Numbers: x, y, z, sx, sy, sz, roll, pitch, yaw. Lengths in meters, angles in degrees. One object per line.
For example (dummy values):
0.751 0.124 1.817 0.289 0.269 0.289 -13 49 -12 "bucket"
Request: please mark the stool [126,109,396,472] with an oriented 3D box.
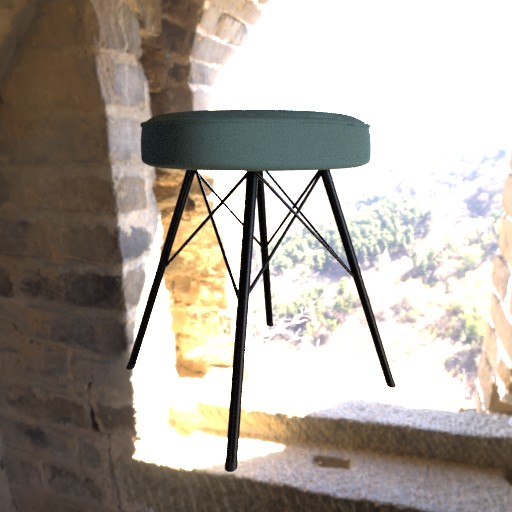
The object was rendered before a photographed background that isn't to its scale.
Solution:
0.000 0.000 0.860 0.458 0.519 0.457 -8 16 -28 "stool"
